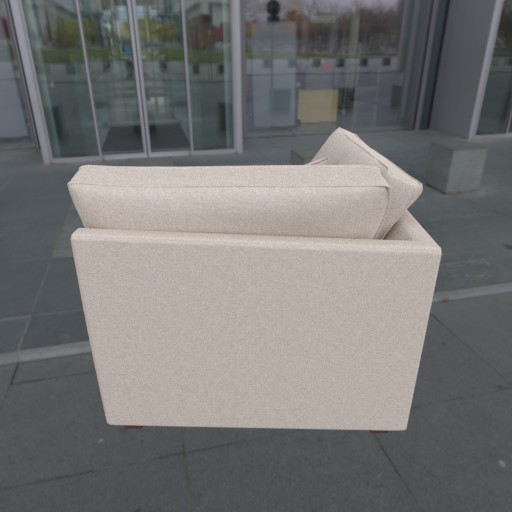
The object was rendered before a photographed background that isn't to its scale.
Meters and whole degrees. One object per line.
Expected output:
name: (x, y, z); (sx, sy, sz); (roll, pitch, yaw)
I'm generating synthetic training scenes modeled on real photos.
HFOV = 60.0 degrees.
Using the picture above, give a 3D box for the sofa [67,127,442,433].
sofa: (0.000, 0.000, 1.801); (1.042, 0.937, 1.050); (0, 26, 1)
